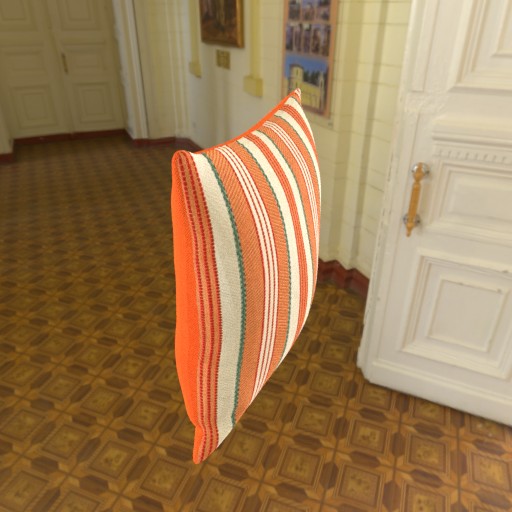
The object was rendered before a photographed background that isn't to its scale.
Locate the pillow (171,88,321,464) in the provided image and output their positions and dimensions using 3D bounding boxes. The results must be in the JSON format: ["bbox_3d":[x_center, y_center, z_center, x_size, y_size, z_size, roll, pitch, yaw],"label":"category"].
[{"bbox_3d":[0.000,0.000,0.684,0.182,0.441,0.440,10,31,17],"label":"pillow"}]
